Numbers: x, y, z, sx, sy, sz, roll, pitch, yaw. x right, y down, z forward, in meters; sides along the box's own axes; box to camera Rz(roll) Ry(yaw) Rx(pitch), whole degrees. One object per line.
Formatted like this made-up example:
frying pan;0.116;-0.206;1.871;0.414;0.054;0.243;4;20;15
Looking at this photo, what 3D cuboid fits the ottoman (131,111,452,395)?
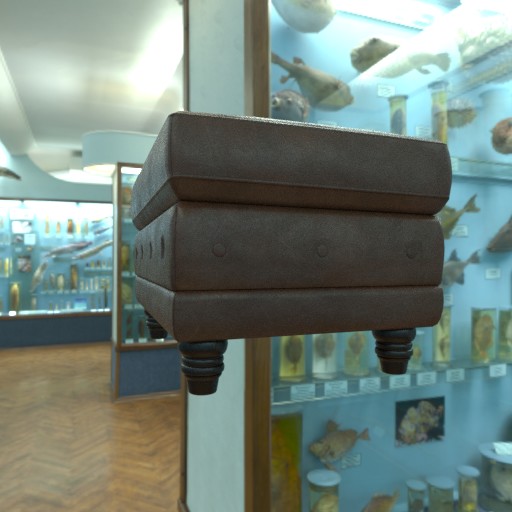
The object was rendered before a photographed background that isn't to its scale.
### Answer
ottoman;0.000;0.000;1.174;0.588;0.509;0.795;0;-1;-20
